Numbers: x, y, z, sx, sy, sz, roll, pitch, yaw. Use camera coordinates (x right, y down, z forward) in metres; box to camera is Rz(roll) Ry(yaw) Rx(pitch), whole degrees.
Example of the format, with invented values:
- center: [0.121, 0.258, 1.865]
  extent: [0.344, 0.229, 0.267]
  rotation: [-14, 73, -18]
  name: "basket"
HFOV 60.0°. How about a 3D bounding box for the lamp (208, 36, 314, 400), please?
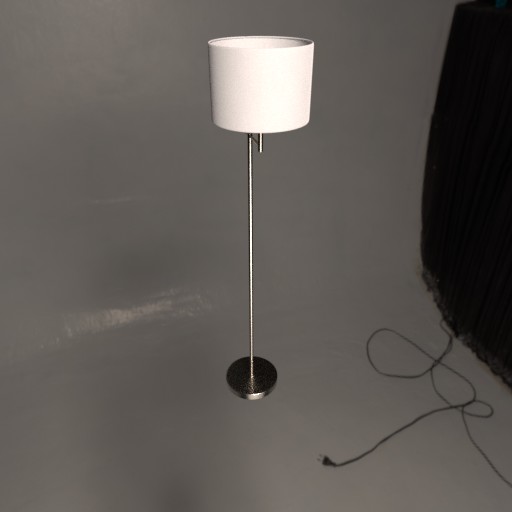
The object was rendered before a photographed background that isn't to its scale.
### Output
- center: [0.000, 0.000, 1.816]
  extent: [0.324, 1.600, 0.416]
  rotation: [-10, 33, -16]
  name: "lamp"
